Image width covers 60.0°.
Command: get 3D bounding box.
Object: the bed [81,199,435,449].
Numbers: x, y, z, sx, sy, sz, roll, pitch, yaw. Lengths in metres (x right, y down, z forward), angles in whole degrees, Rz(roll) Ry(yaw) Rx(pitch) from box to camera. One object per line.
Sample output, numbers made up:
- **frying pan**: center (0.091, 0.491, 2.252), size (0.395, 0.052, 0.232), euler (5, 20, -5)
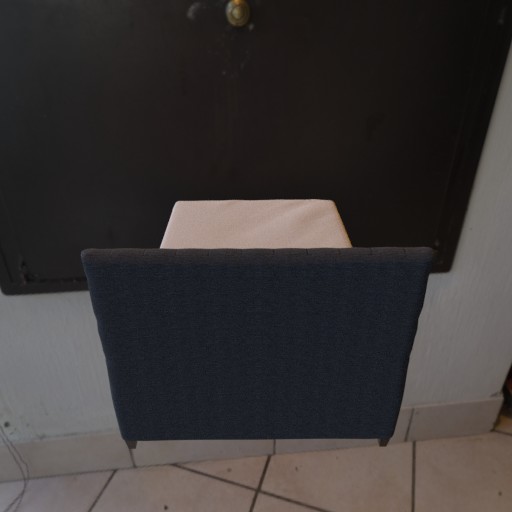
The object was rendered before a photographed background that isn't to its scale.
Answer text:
- **bed**: center (0.000, 0.000, 3.434), size (1.698, 1.427, 2.387), euler (0, 31, 0)
